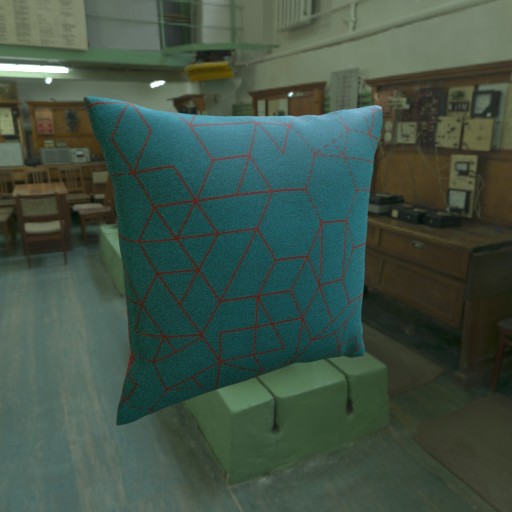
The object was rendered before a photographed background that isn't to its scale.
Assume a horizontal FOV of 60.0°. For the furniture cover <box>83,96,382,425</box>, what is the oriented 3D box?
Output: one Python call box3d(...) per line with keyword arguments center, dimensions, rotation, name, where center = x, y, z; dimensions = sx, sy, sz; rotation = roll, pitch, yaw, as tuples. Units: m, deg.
box3d(center=(0.000, 0.000, 0.769), dimensions=(0.517, 0.508, 0.158), rotation=(-9, 19, -27), name="furniture cover")
